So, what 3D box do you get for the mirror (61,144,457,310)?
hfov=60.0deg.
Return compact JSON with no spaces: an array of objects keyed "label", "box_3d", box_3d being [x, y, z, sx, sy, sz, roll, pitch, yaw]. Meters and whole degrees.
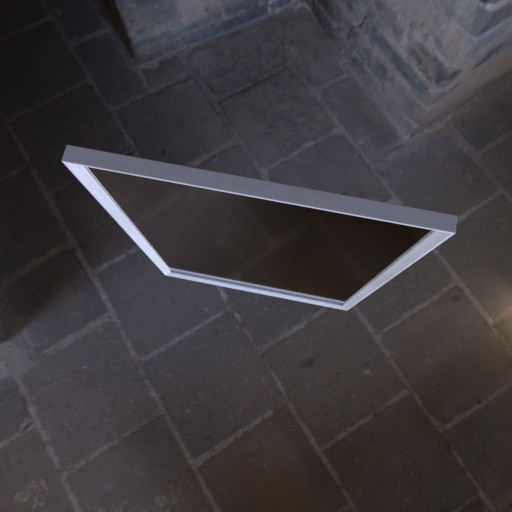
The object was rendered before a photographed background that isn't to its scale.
[{"label":"mirror","box_3d":[0.000,0.000,1.336,0.762,1.016,0.041,11,75,3]}]
